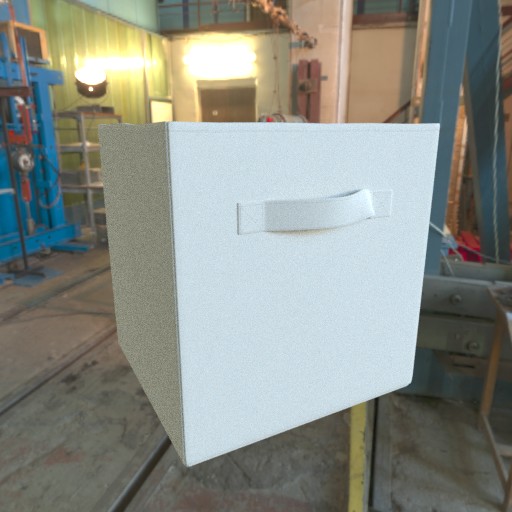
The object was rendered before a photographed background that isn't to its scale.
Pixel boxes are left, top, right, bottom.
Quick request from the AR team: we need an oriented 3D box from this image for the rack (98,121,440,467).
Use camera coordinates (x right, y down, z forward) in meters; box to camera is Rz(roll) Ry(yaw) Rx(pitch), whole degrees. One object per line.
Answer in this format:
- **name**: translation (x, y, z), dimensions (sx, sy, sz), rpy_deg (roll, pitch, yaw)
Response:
- **rack**: translation (0.000, 0.000, 0.490), dimensions (0.270, 0.280, 0.270), rpy_deg (-9, 18, -27)
